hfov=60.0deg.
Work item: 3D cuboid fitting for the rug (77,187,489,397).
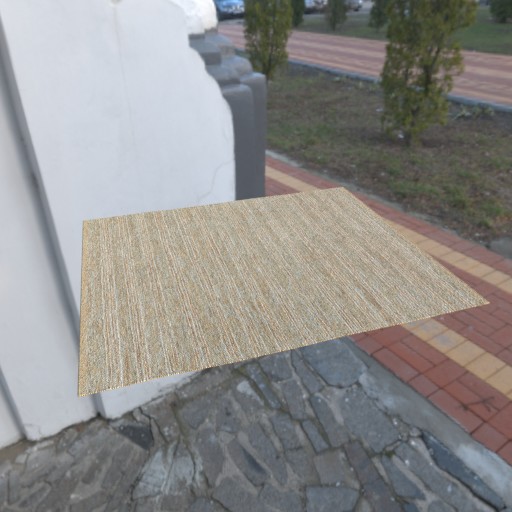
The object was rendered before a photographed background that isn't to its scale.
[{"bbox_3d":[0.000,0.000,4.054,3.034,0.012,2.471,-9,32,-15],"label":"rug"}]
